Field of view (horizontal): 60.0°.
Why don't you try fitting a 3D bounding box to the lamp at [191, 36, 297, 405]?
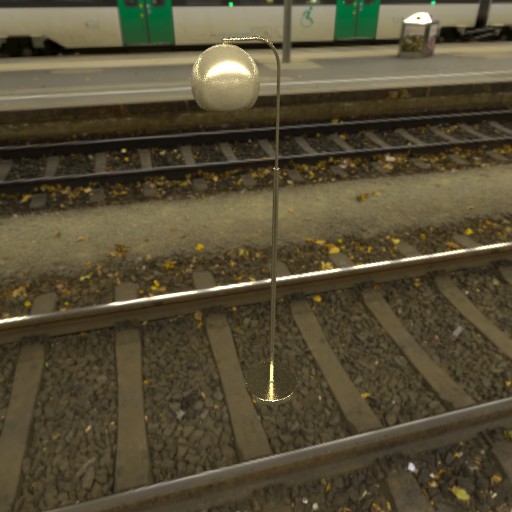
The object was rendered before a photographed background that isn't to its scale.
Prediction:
[{"bbox_3d":[0.000,0.000,1.709,0.431,1.526,0.250,-21,37,-30],"label":"lamp"}]
